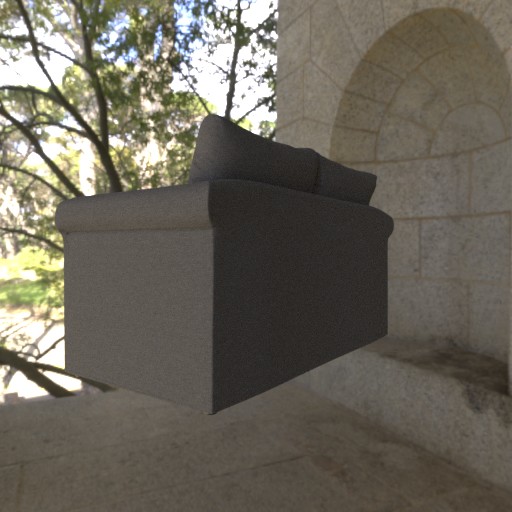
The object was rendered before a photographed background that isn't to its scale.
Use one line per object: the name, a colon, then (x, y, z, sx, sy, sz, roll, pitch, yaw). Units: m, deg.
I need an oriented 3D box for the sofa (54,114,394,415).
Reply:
sofa: (0.000, 0.000, 1.958, 0.741, 0.872, 1.460, 1, 1, 36)
